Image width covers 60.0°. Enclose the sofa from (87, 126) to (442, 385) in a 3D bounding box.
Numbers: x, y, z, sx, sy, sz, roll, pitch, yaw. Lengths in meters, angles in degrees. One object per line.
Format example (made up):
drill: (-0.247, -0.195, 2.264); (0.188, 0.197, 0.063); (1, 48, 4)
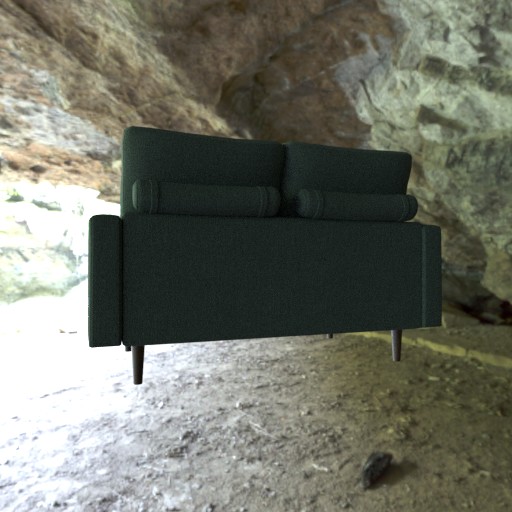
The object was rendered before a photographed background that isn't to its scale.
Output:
sofa: (0.000, 0.000, 2.007); (1.407, 0.907, 0.842); (0, -1, -19)
